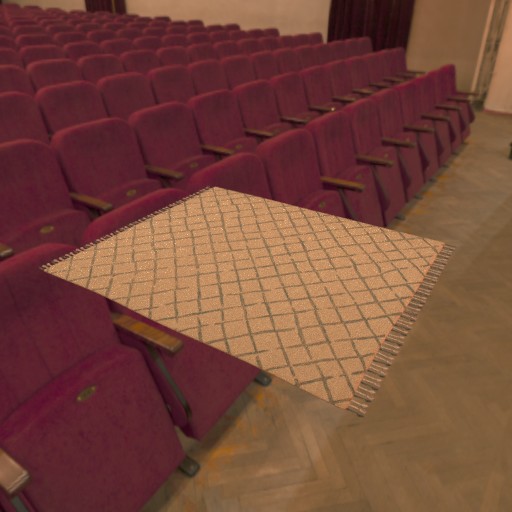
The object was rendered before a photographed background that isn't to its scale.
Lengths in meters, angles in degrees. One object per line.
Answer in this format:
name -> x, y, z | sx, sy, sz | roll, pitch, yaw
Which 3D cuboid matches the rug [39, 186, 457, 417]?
rug -> 0.000, 0.000, 4.827 | 3.585, 0.036, 2.892 | 18, 34, 28
